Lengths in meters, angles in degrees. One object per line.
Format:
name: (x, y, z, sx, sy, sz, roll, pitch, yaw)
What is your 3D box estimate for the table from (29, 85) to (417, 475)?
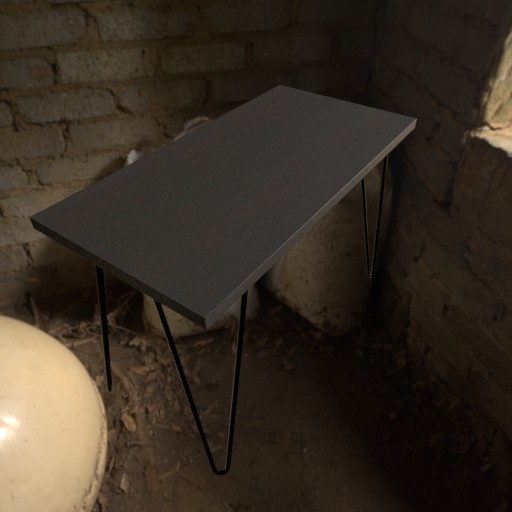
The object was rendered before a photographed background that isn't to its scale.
table: (0.000, 0.000, 1.370, 0.499, 0.660, 0.991, 25, 46, 26)
